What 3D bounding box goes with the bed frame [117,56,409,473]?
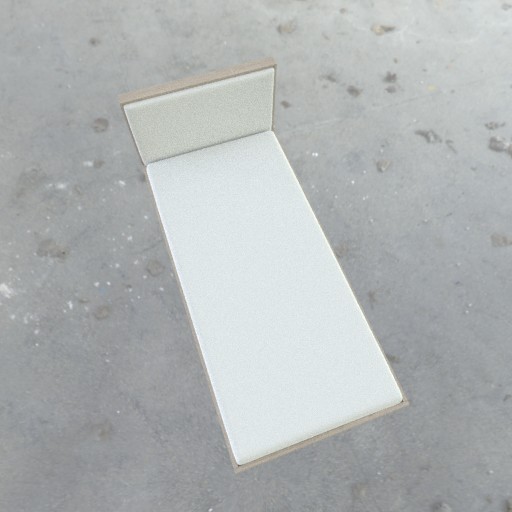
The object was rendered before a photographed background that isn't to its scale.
[{"bbox_3d":[0.000,0.000,2.669,0.990,0.920,2.140,-18,65,-9],"label":"bed frame"}]
